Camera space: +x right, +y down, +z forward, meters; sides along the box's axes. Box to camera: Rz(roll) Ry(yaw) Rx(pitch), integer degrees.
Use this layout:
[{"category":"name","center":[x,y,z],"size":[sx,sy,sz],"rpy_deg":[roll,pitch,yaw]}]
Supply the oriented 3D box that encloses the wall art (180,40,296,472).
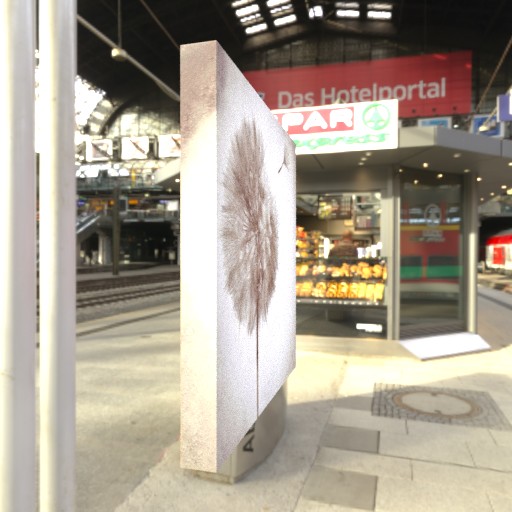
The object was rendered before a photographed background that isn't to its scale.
[{"category":"wall art","center":[0.000,0.000,0.460],"size":[0.028,0.303,0.303],"rpy_deg":[0,0,16]}]
